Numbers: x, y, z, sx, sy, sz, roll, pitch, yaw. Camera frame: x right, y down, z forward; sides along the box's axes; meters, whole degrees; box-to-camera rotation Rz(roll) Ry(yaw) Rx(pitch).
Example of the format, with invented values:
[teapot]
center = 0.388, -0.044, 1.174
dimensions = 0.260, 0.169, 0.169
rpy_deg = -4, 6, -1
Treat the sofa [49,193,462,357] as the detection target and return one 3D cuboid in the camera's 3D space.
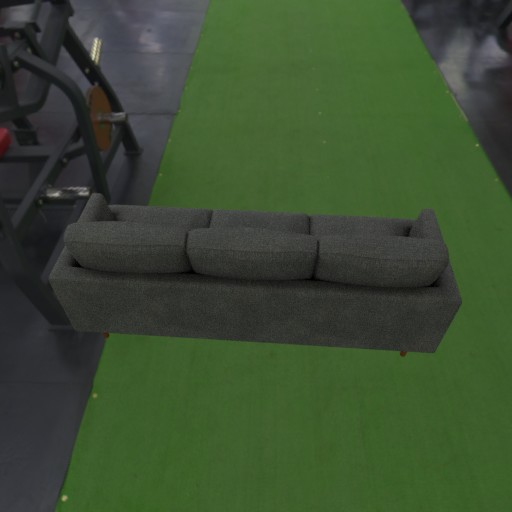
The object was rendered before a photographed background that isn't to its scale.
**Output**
[sofa]
center = 0.000, 0.000, 2.806
dimensions = 2.246, 0.930, 0.903
rpy_deg = 3, 47, 3
